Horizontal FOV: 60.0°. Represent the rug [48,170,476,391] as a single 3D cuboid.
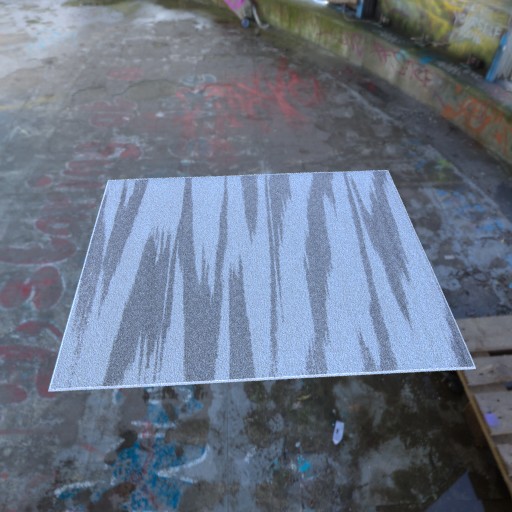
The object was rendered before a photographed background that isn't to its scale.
[{"bbox_3d":[0.000,0.000,3.841,2.945,0.014,2.353,-2,46,-2],"label":"rug"}]
